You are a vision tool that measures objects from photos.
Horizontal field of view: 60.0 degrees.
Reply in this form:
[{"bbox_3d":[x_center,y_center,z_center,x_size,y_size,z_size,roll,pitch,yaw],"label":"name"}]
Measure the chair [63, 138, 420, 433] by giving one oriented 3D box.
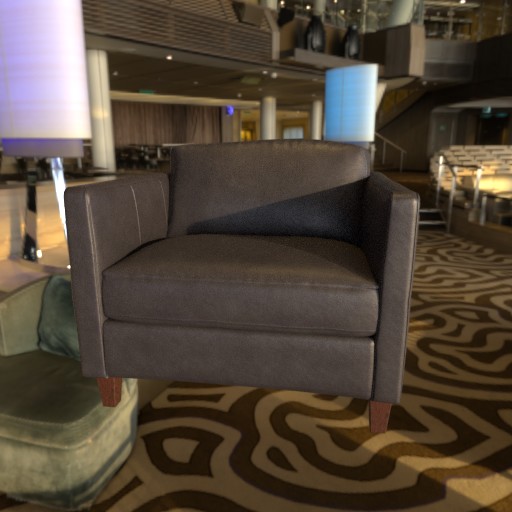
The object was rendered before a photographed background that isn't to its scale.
[{"bbox_3d":[0.000,0.000,1.567,0.939,0.811,0.862,2,14,9],"label":"chair"}]
